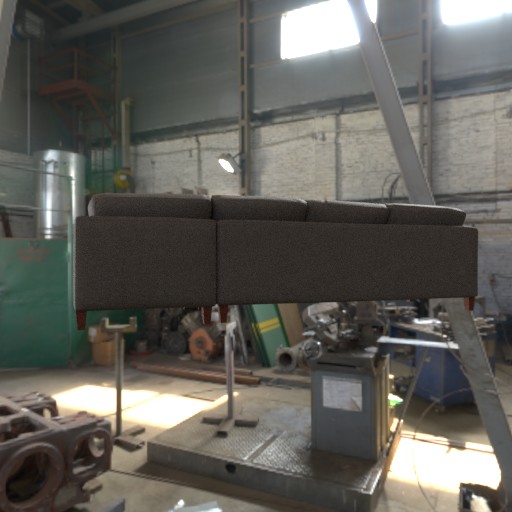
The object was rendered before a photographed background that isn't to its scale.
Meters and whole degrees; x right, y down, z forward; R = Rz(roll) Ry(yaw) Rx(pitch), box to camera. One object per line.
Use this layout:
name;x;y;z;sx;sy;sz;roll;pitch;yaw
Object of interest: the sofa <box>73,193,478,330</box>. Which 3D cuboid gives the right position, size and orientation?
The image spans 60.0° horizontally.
sofa;0.000;0.000;4.529;3.302;0.947;2.593;0;0;-18
